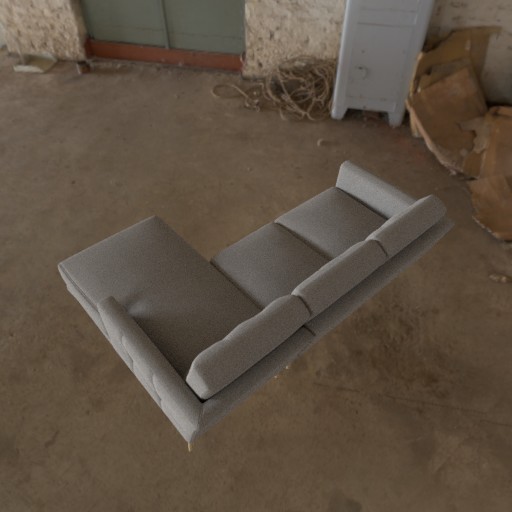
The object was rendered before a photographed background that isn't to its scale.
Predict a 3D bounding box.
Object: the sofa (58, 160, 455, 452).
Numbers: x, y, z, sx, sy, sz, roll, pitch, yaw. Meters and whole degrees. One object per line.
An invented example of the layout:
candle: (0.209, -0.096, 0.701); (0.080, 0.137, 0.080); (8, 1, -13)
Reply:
sofa: (0.000, 0.000, 2.861); (2.040, 0.860, 1.530); (-32, 54, -27)
